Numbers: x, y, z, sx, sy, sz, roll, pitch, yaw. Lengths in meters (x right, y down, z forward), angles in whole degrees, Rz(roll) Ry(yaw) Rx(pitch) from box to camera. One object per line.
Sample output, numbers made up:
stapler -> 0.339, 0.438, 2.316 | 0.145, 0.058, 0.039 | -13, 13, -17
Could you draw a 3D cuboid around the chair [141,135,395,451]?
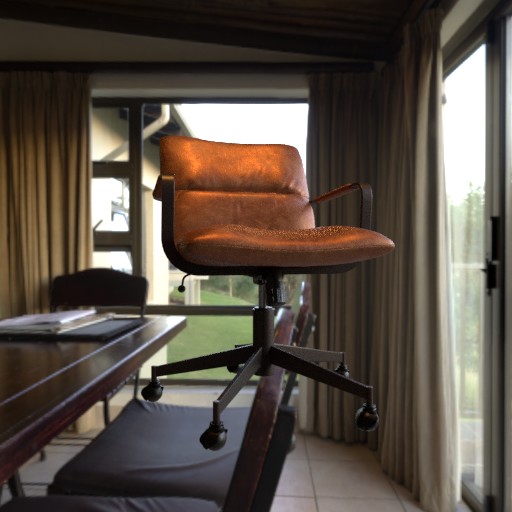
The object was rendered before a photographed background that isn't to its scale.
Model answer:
chair -> 0.000, 0.000, 1.445 | 0.727, 0.922, 0.754 | 0, 1, -17
